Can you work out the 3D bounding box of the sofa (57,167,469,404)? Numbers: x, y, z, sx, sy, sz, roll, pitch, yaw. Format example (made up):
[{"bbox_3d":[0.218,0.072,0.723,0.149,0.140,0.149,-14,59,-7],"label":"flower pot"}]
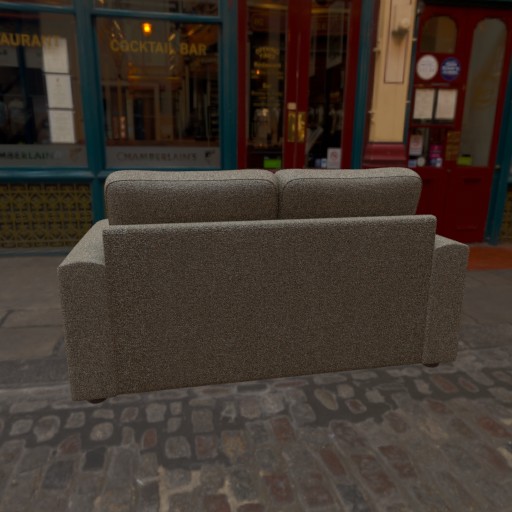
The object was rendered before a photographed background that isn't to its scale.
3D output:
[{"bbox_3d":[0.000,0.000,2.188,1.616,0.873,1.016,-3,14,-11],"label":"sofa"}]
